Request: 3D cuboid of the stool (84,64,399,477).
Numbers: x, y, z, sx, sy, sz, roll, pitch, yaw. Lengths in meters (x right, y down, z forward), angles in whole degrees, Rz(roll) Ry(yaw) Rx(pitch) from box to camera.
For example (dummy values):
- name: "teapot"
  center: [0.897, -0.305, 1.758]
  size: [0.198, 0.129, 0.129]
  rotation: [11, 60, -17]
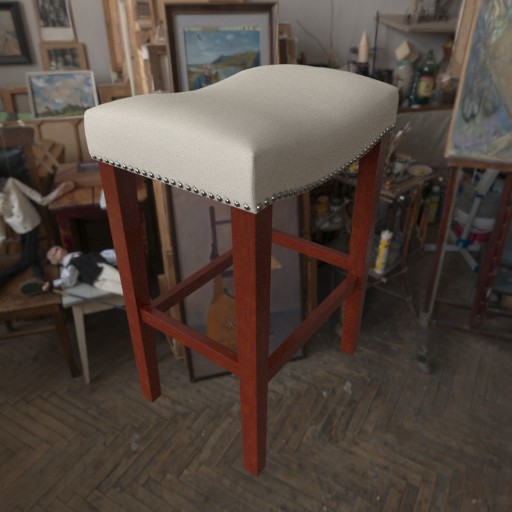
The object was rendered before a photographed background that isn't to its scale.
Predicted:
- name: "stool"
  center: [0.000, 0.000, 1.000]
  size: [0.372, 0.742, 0.504]
  rotation: [22, 38, 30]
